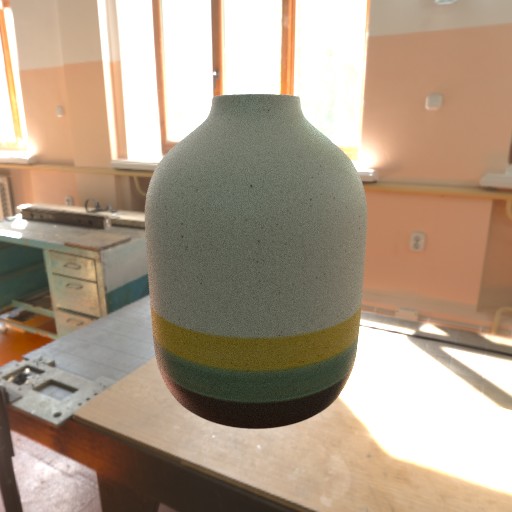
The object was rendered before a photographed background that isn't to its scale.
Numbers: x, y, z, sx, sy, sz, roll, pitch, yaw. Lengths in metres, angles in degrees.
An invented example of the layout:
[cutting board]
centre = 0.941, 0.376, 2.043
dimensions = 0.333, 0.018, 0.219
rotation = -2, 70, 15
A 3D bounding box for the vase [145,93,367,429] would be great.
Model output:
[vase]
centre = 0.000, 0.000, 0.355
dimensions = 0.169, 0.240, 0.169
rotation = 0, 16, 0
